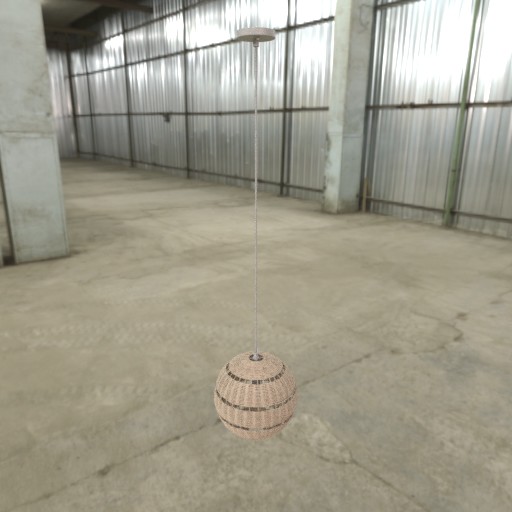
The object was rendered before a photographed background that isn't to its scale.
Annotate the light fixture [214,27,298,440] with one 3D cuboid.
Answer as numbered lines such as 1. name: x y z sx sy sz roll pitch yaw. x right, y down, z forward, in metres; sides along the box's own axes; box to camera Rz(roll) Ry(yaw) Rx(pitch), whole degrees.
1. light fixture: 0.000 0.000 2.194 0.457 2.019 0.457 -3 16 -9
